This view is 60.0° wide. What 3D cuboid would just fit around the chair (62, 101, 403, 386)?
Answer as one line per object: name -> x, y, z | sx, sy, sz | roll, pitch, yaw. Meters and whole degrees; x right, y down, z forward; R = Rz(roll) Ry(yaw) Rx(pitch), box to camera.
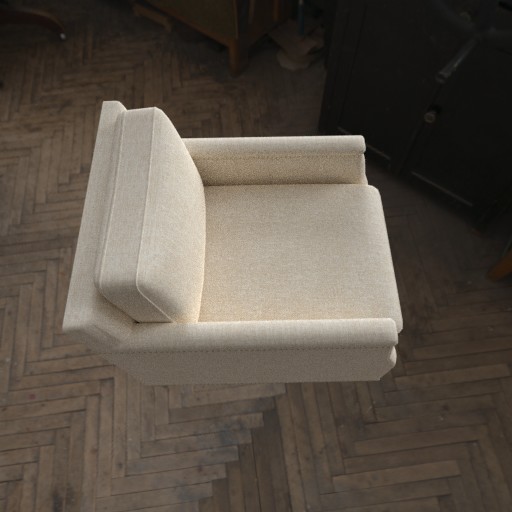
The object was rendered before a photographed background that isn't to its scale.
chair -> 0.000, 0.000, 1.716 | 1.041, 0.940, 0.838 | -1, 63, -1
